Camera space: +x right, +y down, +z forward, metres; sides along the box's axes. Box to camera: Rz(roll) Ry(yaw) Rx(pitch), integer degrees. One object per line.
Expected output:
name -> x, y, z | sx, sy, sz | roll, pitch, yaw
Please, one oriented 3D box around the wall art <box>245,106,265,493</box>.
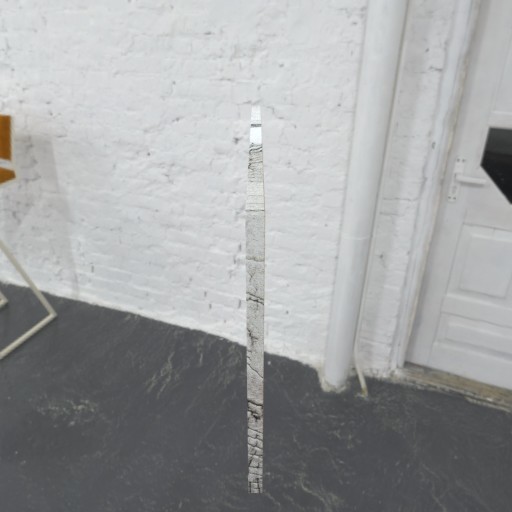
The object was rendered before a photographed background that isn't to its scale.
wall art -> 0.000, 0.000, 1.451 | 0.035, 0.758, 1.141 | 0, 28, 0
